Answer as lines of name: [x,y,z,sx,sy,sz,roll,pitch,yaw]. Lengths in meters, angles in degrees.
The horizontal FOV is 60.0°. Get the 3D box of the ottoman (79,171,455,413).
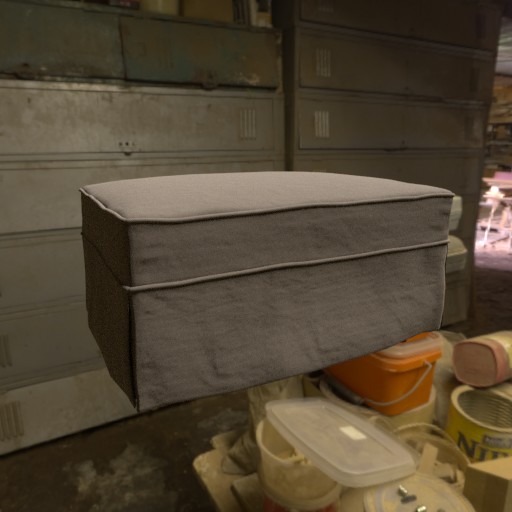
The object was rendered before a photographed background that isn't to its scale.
ottoman: [0.000,0.000,1.327,0.944,0.479,0.703,-8,16,-27]
